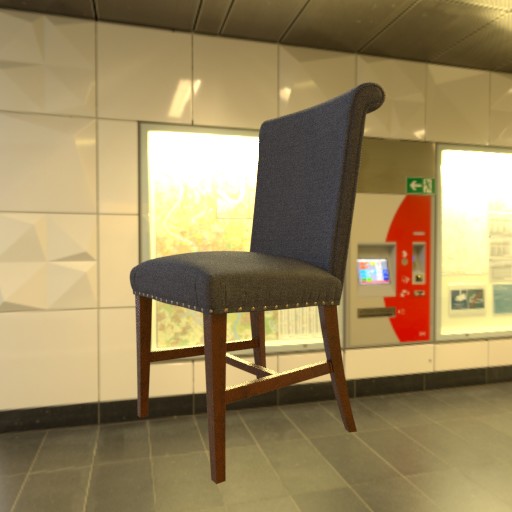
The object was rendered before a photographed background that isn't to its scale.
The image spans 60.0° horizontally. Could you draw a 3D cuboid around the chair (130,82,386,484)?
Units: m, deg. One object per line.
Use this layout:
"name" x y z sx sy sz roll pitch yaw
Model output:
"chair" 0.000 0.000 1.325 0.608 0.988 0.513 -1 2 -35
